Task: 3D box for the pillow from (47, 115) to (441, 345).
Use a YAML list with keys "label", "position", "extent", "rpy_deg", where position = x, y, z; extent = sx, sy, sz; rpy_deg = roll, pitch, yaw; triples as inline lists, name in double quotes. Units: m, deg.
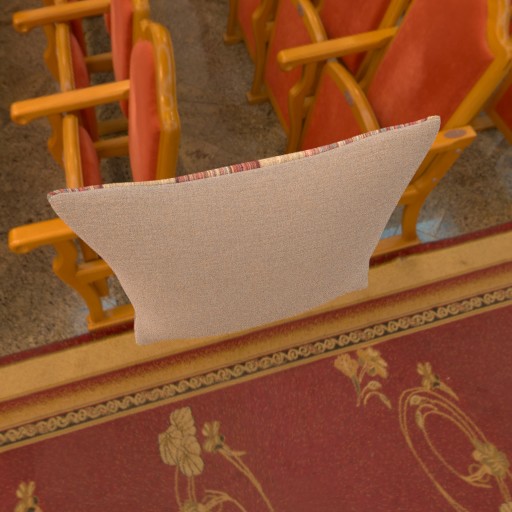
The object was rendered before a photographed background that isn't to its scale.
- label: "pillow"
  position: [0.000, 0.000, 0.640]
  extent: [0.437, 0.419, 0.136]
  rpy_deg: [-13, 60, -8]
